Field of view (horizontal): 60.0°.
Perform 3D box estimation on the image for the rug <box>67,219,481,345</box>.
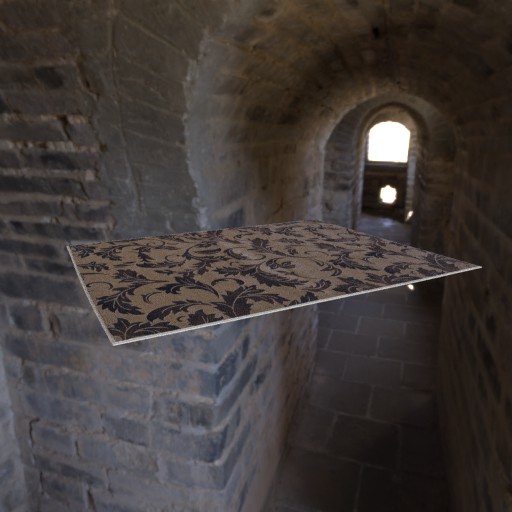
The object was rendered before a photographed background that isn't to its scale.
[{"bbox_3d":[0.000,0.000,3.988,2.977,0.008,2.380,-8,18,-27],"label":"rug"}]
